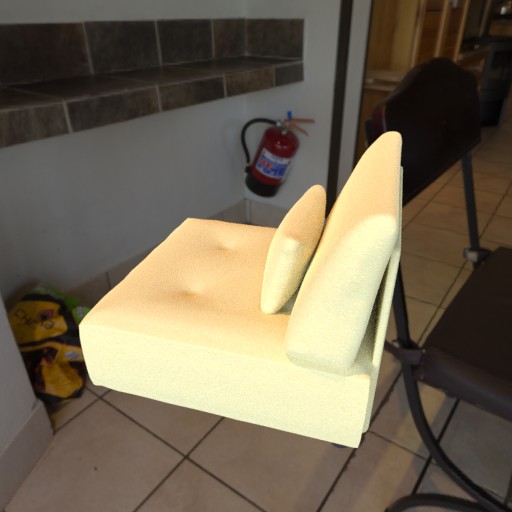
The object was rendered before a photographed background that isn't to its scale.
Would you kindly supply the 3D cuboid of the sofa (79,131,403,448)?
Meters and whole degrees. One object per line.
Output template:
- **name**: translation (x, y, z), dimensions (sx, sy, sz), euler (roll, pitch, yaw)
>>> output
- **sofa**: translation (0.000, 0.000, 1.717), dimensions (1.000, 0.820, 0.930), euler (8, 30, 14)
